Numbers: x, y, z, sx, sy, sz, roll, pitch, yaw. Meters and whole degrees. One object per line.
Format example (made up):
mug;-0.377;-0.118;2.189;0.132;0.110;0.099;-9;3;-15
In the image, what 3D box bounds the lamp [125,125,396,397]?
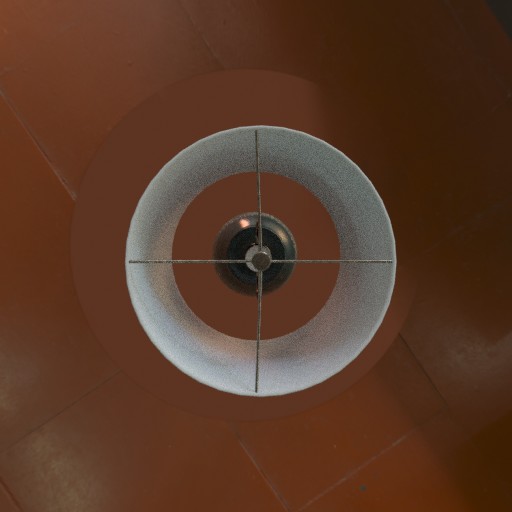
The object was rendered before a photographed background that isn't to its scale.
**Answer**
lamp;0.000;0.000;0.579;0.217;0.453;0.217;0;91;-1
